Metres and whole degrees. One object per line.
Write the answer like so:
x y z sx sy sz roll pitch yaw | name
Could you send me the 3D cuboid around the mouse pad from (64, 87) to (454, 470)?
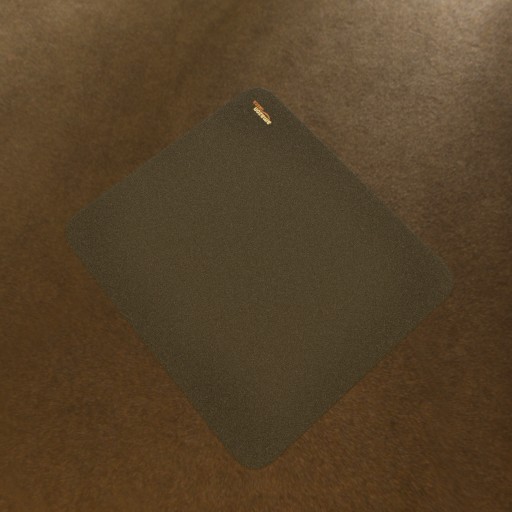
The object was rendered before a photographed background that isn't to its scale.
0.000 0.000 0.330 0.203 0.003 0.229 -40 78 -10 | mouse pad
